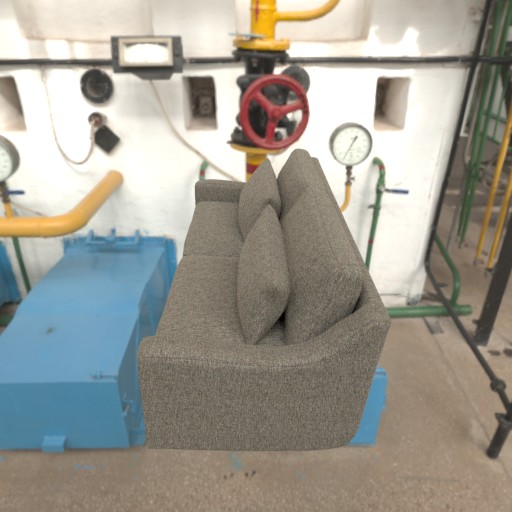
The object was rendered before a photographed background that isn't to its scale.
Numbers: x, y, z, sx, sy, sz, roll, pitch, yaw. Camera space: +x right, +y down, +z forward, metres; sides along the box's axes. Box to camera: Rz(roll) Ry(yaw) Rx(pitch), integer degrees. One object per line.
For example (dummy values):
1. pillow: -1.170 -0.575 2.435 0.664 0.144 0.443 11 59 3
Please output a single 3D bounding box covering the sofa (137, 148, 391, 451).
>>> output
1. sofa: 0.000 0.000 3.008 1.103 0.998 2.418 0 28 0
